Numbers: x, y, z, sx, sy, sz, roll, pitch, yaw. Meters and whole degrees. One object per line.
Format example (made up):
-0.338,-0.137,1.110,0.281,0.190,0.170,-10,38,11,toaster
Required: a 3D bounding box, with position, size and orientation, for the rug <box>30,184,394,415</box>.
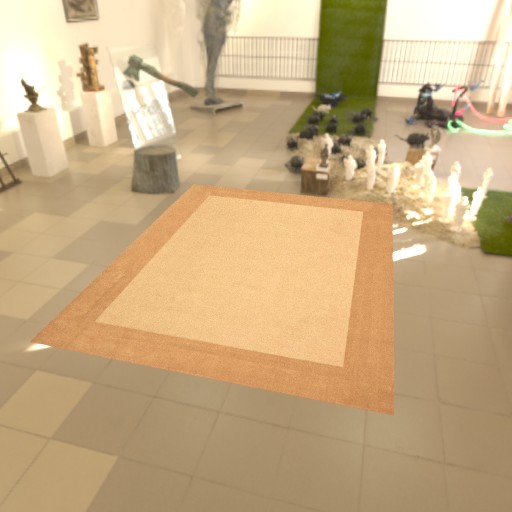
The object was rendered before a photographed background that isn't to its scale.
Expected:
0.000,0.000,4.071,2.438,0.014,3.048,8,31,13,rug
